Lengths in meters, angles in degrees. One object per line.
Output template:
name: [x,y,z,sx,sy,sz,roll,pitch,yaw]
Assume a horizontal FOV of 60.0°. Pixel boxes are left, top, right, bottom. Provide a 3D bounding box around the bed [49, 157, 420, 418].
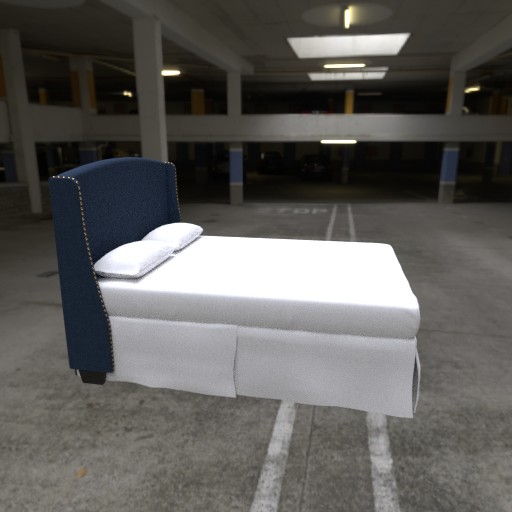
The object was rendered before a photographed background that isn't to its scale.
bed: [0.000,0.000,3.279,2.223,1.402,1.604,3,15,10]
